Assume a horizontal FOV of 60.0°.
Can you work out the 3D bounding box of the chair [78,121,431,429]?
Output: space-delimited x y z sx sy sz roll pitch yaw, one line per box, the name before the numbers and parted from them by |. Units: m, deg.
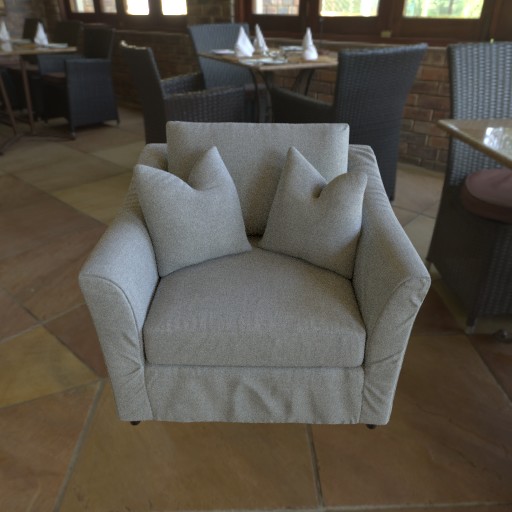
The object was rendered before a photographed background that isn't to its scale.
chair | 0.000 0.000 2.021 1.194 1.059 1.071 1 29 1
